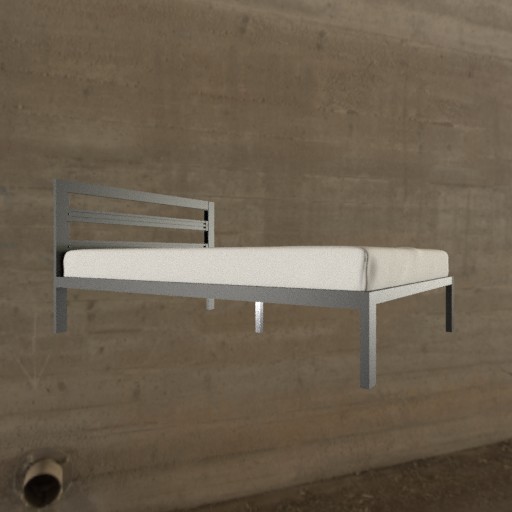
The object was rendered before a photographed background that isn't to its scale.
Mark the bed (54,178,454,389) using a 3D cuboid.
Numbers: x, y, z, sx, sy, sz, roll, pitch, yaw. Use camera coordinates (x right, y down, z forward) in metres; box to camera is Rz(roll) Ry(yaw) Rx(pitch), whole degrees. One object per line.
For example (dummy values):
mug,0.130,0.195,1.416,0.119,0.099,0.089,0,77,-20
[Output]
bed,0.000,0.000,2.829,2.062,0.967,1.524,0,0,35
